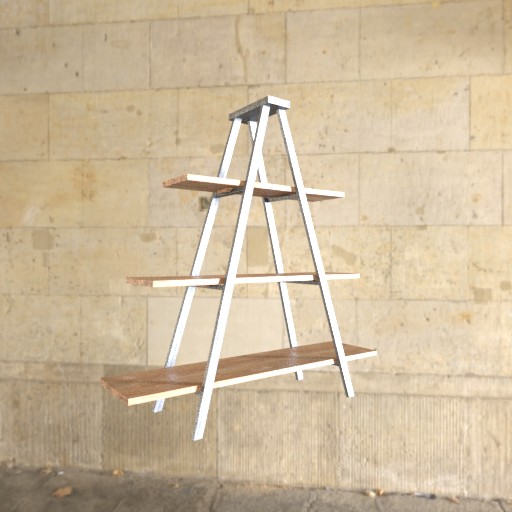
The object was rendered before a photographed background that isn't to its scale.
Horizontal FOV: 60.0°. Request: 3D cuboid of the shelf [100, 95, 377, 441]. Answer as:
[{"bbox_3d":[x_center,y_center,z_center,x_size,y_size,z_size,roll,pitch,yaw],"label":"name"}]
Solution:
[{"bbox_3d":[0.000,0.000,2.696,1.746,1.808,0.508,0,0,-36],"label":"shelf"}]
